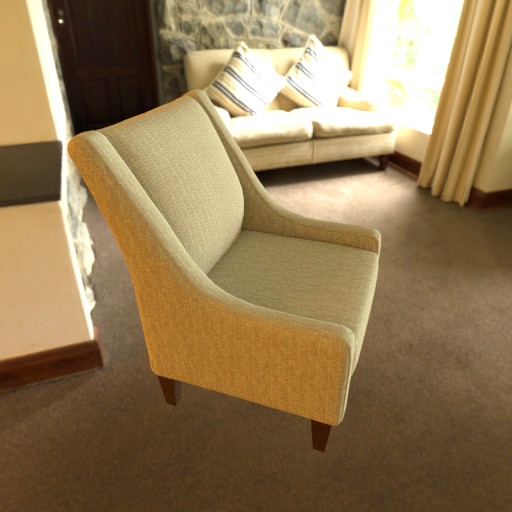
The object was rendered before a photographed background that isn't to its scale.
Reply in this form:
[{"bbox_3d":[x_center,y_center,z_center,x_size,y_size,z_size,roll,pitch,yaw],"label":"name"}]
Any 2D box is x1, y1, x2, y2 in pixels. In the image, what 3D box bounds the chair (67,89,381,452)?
[{"bbox_3d":[0.000,0.000,1.645,0.870,1.014,0.774,11,32,17],"label":"chair"}]
